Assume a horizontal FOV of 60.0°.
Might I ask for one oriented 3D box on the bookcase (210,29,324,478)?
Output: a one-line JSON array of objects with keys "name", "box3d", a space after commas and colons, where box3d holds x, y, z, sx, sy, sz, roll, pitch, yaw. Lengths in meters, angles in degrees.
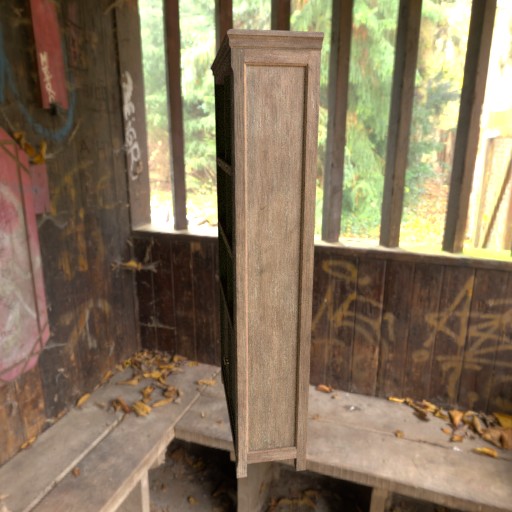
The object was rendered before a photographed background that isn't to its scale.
[{"name": "bookcase", "box3d": [0.000, 0.000, 2.219, 0.348, 1.880, 0.906, -3, 16, -9]}]
